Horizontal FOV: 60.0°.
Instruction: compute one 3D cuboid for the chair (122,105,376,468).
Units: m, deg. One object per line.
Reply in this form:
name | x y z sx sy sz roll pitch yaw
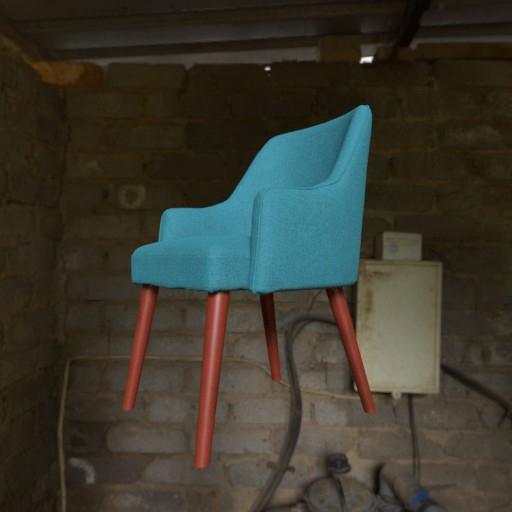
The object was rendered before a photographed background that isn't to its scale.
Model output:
chair | 0.000 0.000 1.234 0.605 0.849 0.548 0 -1 -36
